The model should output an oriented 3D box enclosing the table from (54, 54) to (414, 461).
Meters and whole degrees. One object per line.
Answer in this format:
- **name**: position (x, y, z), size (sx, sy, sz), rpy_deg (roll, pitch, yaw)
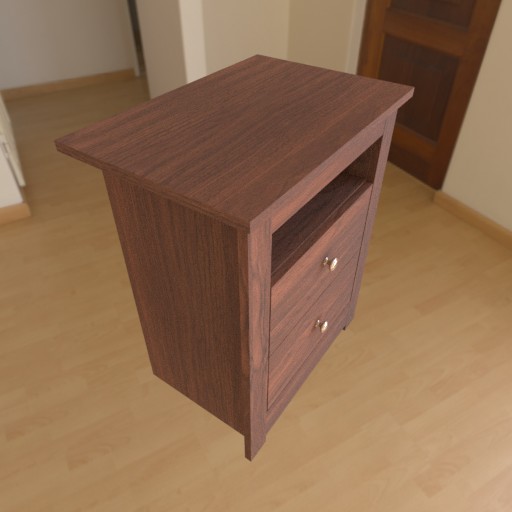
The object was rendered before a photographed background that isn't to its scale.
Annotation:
- **table**: position (0.000, 0.000, 1.060), size (0.406, 0.711, 0.589), rpy_deg (24, 46, 26)
